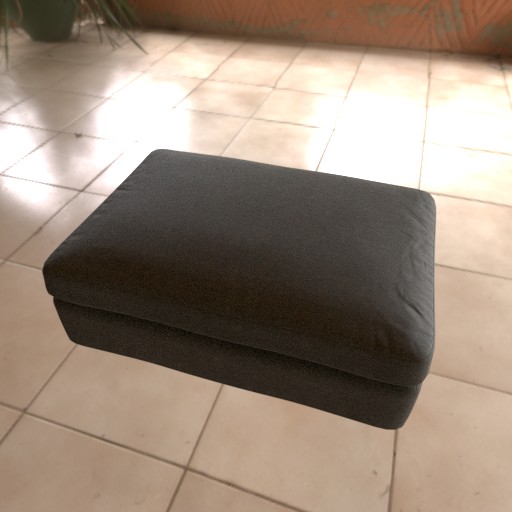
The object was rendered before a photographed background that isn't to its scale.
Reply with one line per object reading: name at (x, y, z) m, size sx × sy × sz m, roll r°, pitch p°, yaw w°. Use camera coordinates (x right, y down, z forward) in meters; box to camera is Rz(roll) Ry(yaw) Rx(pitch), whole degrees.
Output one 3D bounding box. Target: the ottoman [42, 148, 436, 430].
ottoman at (0.000, 0.000, 1.601) m, size 1.199 × 0.429 × 0.840 m, roll 12°, pitch 43°, yaw 13°
